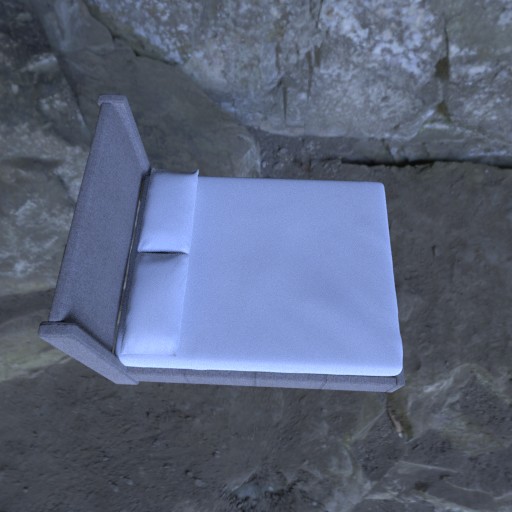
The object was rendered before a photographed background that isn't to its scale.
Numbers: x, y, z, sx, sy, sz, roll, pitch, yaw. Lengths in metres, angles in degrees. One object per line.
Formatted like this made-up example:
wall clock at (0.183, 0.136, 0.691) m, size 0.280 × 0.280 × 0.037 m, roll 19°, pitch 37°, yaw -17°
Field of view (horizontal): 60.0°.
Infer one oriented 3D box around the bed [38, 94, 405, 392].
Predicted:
bed at (0.000, 0.000, 3.325) m, size 2.245 × 1.476 × 1.714 m, roll 2°, pitch 64°, yaw 1°
